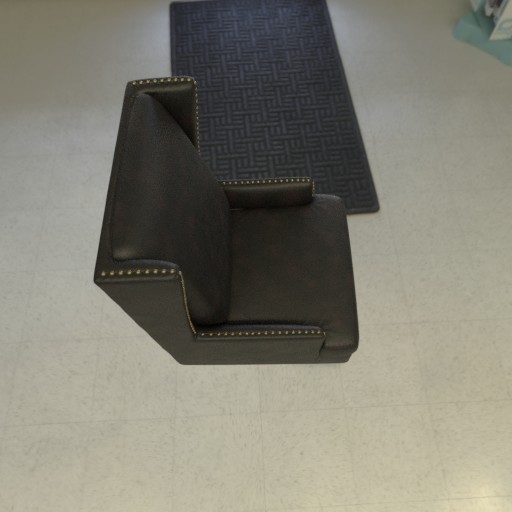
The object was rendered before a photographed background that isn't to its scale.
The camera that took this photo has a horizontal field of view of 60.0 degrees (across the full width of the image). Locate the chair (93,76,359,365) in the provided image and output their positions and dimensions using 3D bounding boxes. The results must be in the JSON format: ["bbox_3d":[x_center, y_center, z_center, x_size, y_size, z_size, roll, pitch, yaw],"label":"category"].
[{"bbox_3d":[0.000,0.000,1.710,0.799,1.142,0.703,0,64,0],"label":"chair"}]
